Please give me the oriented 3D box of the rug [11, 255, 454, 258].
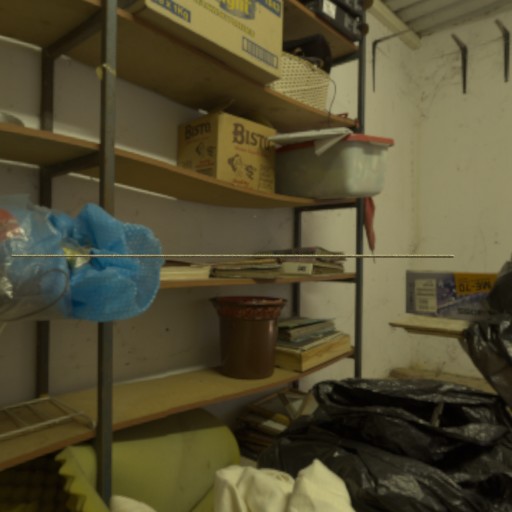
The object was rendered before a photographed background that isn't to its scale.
[{"bbox_3d":[0.000,0.000,3.971,3.050,0.015,2.441,0,0,19],"label":"rug"}]
